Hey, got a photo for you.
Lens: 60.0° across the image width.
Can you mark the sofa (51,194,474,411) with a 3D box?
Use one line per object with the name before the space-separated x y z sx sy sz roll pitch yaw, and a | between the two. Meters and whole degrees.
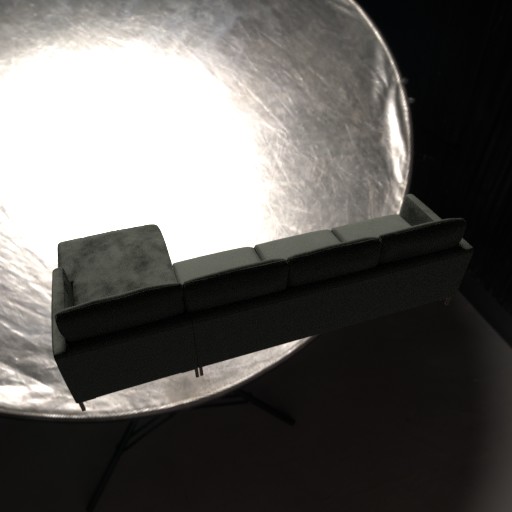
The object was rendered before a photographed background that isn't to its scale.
sofa | 0.000 0.000 3.197 2.725 0.756 1.255 -13 42 -14
